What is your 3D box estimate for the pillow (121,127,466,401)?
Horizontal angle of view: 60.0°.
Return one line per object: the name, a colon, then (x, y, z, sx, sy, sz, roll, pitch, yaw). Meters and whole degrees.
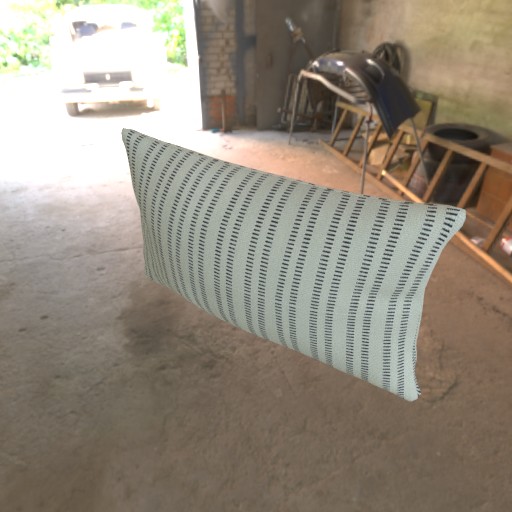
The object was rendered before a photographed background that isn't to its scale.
pillow: (0.000, 0.000, 0.787, 0.640, 0.353, 0.210, 20, 38, 29)
